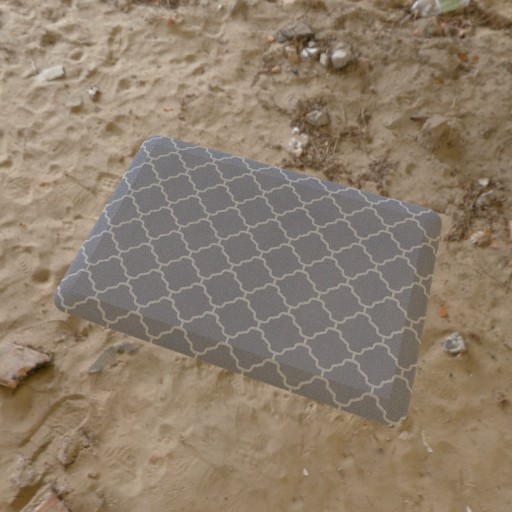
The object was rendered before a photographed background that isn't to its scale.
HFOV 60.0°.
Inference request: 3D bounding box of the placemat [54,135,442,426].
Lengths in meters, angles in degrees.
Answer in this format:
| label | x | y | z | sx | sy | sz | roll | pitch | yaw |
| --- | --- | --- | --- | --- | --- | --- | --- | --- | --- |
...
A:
| label | x | y | z | sx | sy | sz | roll | pitch | yaw |
| --- | --- | --- | --- | --- | --- | --- | --- | --- | --- |
| placemat | 0.000 | 0.000 | 0.984 | 0.762 | 0.021 | 0.508 | 17 | 65 | 8 |
